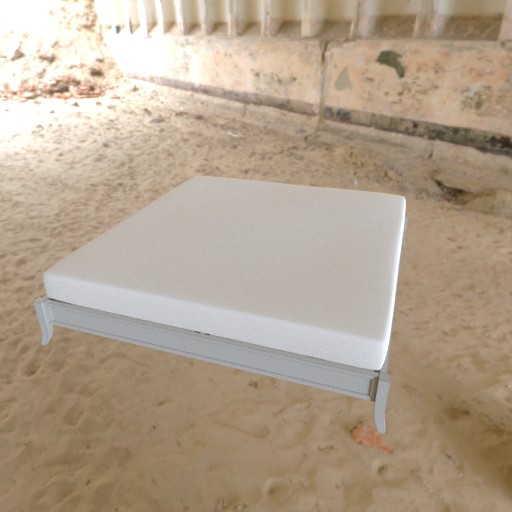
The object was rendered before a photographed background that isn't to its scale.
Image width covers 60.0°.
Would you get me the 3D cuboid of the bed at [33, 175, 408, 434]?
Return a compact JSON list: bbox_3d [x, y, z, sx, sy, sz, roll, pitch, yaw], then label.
[{"bbox_3d":[0.000,0.000,3.138,2.007,0.510,2.108,9,29,17],"label":"bed"}]
